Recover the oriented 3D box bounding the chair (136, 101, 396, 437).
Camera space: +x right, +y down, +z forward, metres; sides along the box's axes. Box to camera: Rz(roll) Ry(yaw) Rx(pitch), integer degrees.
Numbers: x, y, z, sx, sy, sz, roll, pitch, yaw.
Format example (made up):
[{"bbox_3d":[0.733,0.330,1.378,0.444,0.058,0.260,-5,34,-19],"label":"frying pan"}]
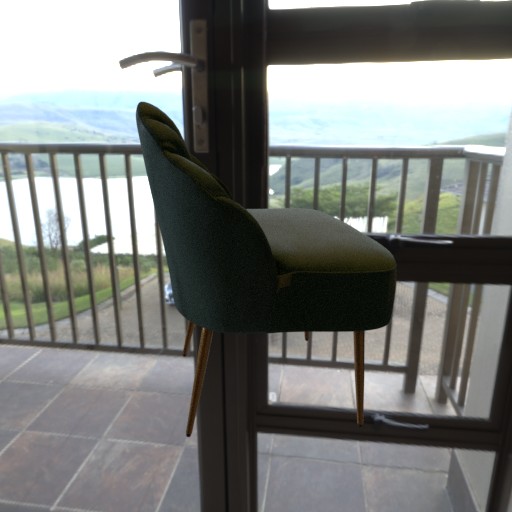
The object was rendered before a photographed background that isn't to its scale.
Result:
[{"bbox_3d":[0.000,0.000,1.252,0.599,0.819,0.657,-3,17,-10],"label":"chair"}]
